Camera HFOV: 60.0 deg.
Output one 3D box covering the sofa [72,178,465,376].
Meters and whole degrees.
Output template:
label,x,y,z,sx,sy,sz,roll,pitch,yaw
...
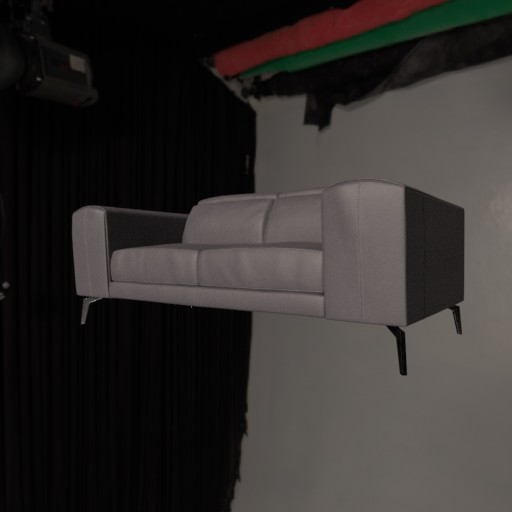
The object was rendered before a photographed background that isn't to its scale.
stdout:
label,x,y,z,sx,sy,sz,roll,pitch,yaw
sofa,0.000,0.000,2.357,1.895,0.779,1.003,0,1,36
